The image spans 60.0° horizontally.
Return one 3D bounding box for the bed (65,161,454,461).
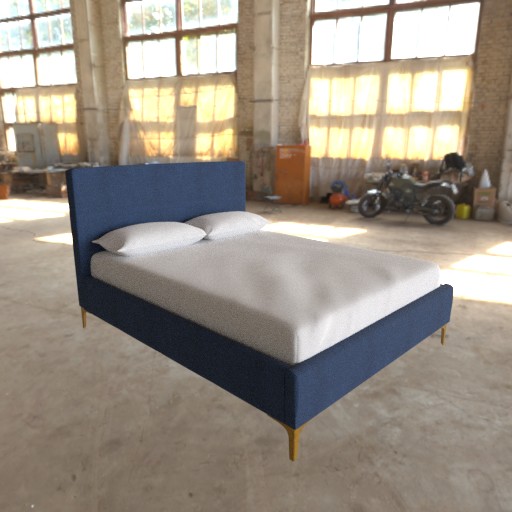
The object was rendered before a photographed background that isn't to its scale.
[{"bbox_3d":[0.000,0.000,3.161,2.172,1.231,1.723,14,20,43],"label":"bed"}]
